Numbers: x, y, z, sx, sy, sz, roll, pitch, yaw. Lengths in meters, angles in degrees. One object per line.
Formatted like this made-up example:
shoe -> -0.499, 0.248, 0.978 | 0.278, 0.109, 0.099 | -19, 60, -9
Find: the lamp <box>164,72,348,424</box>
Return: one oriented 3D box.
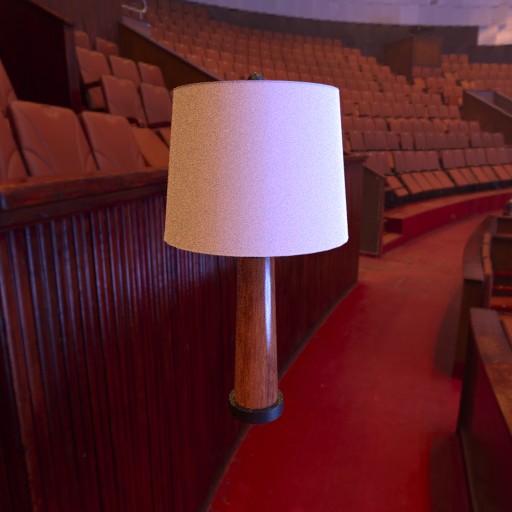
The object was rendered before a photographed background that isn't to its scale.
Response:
lamp -> 0.000, 0.000, 0.864 | 0.349, 0.667, 0.349 | 0, 14, 0
